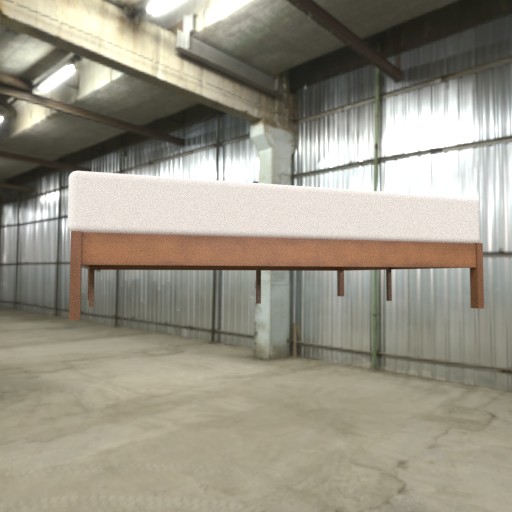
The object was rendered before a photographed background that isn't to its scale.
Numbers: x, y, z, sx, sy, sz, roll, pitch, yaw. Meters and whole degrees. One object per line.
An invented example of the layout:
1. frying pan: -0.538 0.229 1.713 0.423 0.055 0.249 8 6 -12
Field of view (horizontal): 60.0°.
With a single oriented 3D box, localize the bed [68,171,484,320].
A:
1. bed: 0.000 0.000 2.766 2.050 0.593 1.529 1 -3 -18
